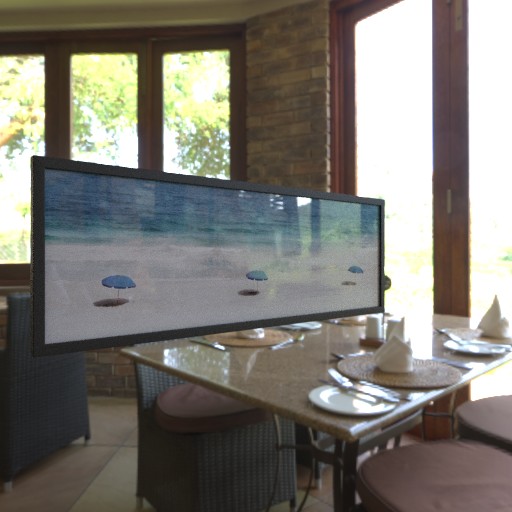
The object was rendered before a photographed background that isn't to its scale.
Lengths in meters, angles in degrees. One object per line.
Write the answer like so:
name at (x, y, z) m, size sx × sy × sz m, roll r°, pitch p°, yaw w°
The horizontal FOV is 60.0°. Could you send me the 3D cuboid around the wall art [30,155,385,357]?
wall art at (0.000, 0.000, 1.709) m, size 1.572 × 0.554 × 0.041 m, roll 0°, pitch 0°, yaw -38°
